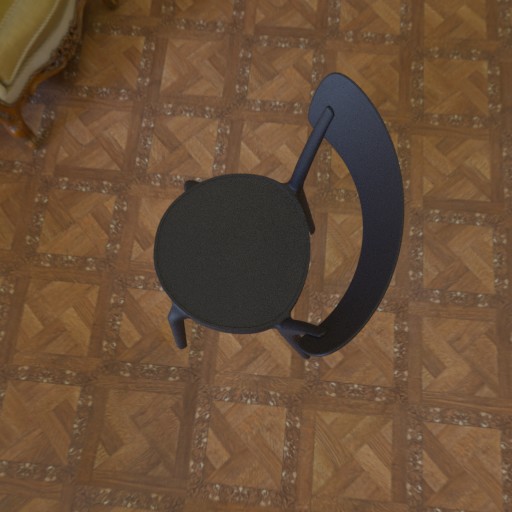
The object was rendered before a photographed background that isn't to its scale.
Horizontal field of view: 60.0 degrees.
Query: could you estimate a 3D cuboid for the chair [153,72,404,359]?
[{"bbox_3d":[0.000,0.000,1.112,0.491,0.790,0.506,4,75,1],"label":"chair"}]
